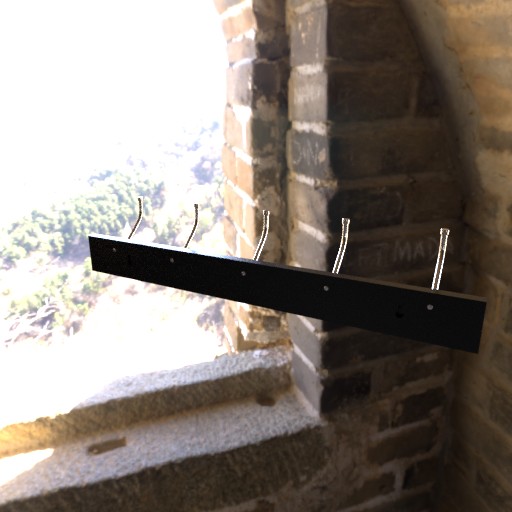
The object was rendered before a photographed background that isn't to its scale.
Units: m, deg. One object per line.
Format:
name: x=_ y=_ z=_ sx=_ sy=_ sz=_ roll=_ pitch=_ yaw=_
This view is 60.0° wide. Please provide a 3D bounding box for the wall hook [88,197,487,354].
wall hook: x=0.000 y=0.000 z=0.611 sx=0.571 sy=0.117 sz=0.071 roll=9 pitch=19 yaw=27
